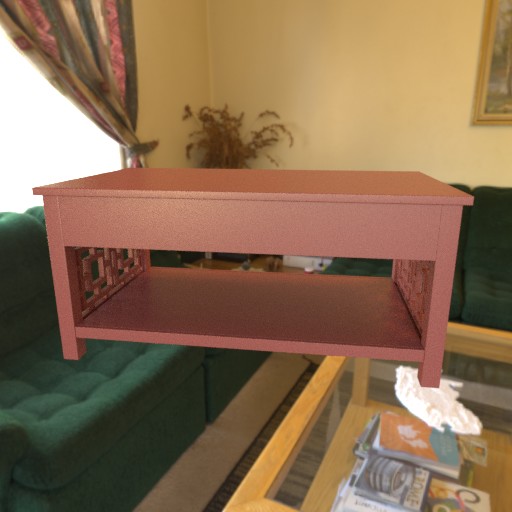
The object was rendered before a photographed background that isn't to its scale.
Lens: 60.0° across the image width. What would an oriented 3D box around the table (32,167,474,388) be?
[{"bbox_3d":[0.000,0.000,1.416,1.068,0.493,0.612,2,16,8],"label":"table"}]
